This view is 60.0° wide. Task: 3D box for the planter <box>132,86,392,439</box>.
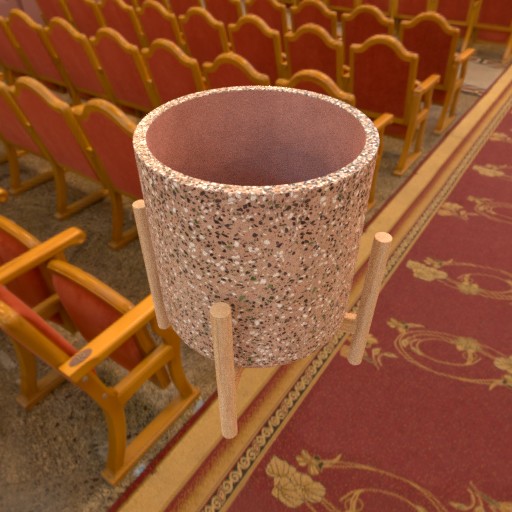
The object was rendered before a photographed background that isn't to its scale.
[{"bbox_3d":[0.000,0.000,0.691,0.360,0.419,0.360,25,46,26],"label":"planter"}]
